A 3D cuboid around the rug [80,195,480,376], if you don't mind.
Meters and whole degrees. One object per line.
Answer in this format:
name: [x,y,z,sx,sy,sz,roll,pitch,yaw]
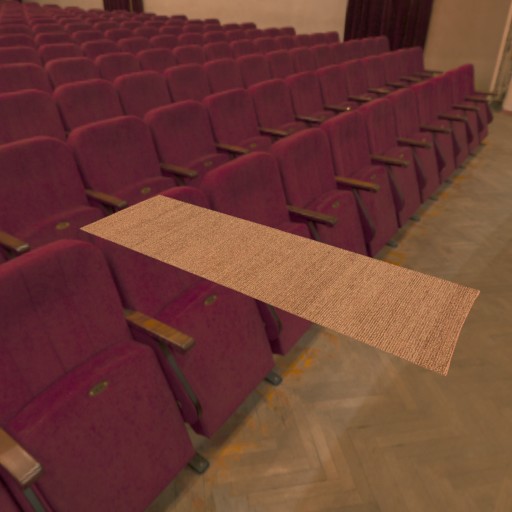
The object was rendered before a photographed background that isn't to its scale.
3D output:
rug: [0.000,0.000,2.655,2.390,0.014,0.741,19,35,30]
